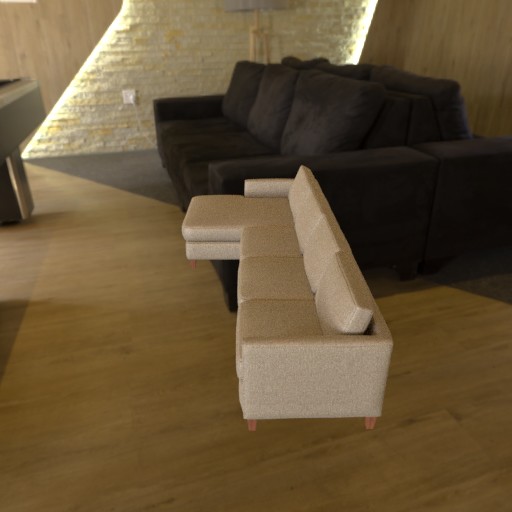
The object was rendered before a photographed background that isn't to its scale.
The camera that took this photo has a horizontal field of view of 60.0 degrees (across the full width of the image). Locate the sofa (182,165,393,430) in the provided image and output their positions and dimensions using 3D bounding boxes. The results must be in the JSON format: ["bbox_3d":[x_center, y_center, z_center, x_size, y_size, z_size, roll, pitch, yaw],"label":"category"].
[{"bbox_3d":[0.000,0.000,3.941,1.502,0.876,3.201,0,26,-1],"label":"sofa"}]
